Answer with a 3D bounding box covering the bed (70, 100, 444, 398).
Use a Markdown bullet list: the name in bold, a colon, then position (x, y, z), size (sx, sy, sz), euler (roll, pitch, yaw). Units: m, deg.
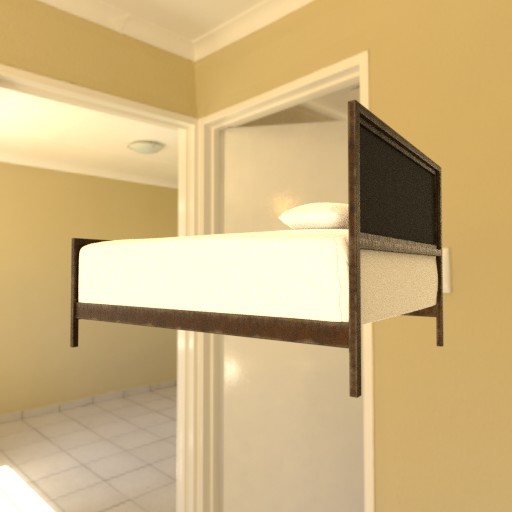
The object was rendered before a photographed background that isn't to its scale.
- **bed**: position (0.000, 0.000, 3.243), size (2.221, 1.313, 1.607), euler (-1, -2, 35)
